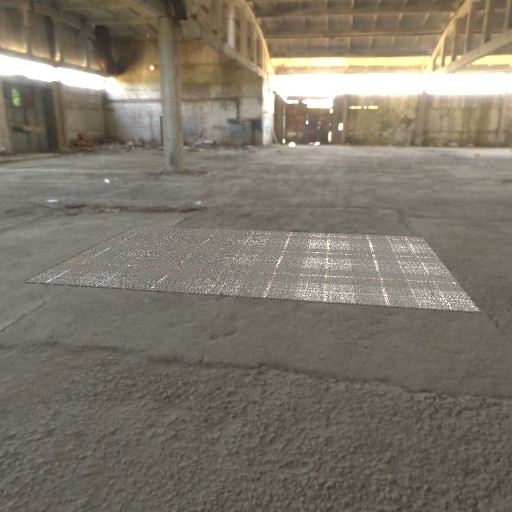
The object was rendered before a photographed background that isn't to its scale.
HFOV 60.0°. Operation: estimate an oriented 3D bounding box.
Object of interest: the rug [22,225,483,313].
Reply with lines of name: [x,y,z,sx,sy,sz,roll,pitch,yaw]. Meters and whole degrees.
rug: [0.000,0.000,3.048,2.464,0.010,1.549,3,16,9]
